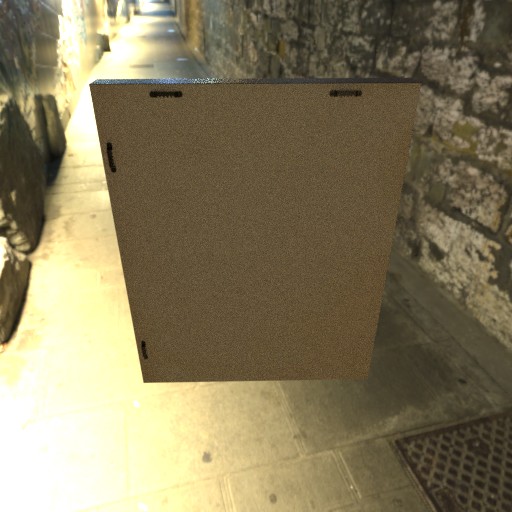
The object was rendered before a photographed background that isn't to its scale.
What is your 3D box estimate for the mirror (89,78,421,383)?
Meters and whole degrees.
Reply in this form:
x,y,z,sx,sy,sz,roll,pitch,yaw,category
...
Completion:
x,y,z,sx,sy,sz,roll,pitch,yaw,category
0.000,0.000,0.682,0.405,0.508,0.041,-1,31,-1,mirror
